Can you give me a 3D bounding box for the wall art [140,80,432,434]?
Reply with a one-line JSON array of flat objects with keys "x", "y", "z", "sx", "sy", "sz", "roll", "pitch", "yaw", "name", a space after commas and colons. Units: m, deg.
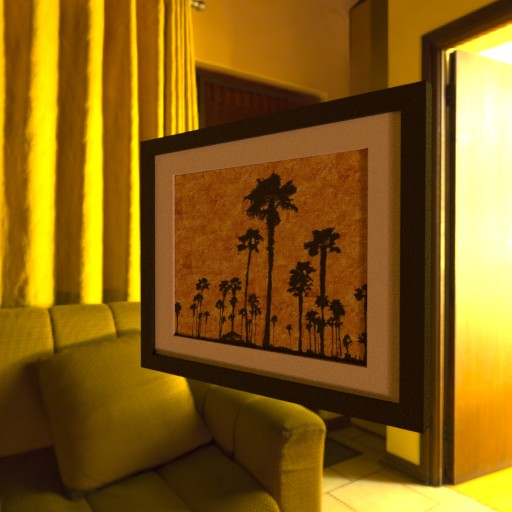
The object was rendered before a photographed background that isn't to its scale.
[{"x": 0.000, "y": 0.000, "z": 0.749, "sx": 0.561, "sy": 0.460, "sz": 0.028, "roll": 1, "pitch": 1, "yaw": 36, "name": "wall art"}]
